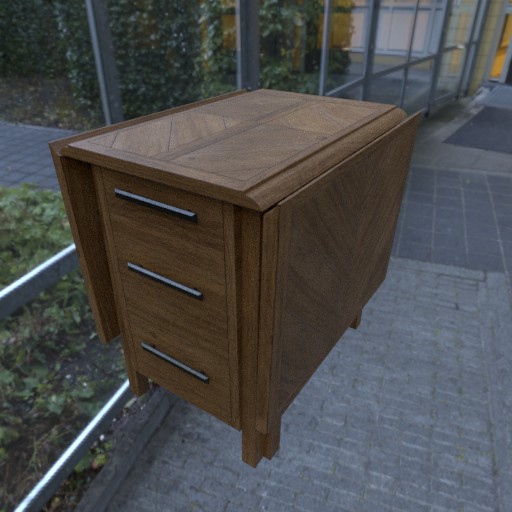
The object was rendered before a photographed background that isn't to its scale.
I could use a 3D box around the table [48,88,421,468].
[{"bbox_3d":[0.000,0.000,1.281,0.591,0.763,0.746,19,36,29],"label":"table"}]
